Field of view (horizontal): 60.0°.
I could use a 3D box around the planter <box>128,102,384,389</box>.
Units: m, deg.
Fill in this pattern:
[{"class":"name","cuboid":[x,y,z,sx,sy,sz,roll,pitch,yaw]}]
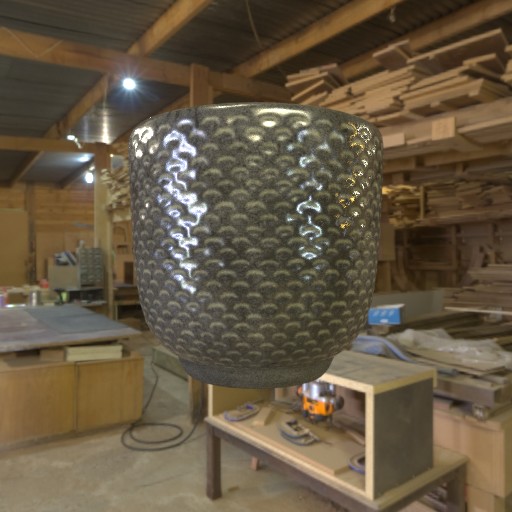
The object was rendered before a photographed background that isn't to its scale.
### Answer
[{"class":"planter","cuboid":[0.000,0.000,0.252,0.140,0.129,0.140,0,0,0]}]
